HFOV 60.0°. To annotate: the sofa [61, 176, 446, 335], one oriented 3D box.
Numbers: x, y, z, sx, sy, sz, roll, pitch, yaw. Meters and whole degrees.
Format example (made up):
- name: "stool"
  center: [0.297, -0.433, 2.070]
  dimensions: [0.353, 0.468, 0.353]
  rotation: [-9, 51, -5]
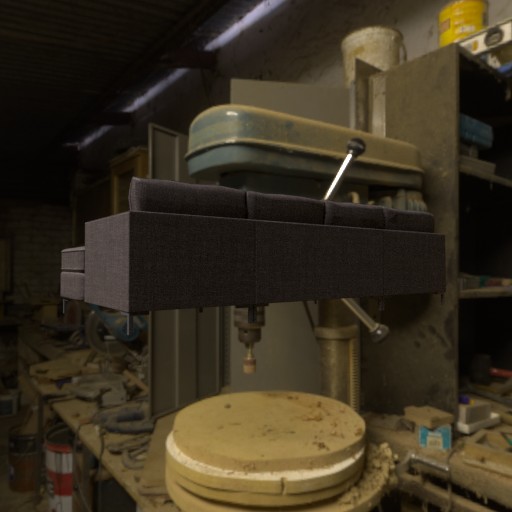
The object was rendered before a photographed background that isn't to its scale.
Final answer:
- name: "sofa"
  center: [0.000, 0.000, 4.388]
  dimensions: [3.423, 0.999, 2.048]
  rotation: [1, -1, -36]
